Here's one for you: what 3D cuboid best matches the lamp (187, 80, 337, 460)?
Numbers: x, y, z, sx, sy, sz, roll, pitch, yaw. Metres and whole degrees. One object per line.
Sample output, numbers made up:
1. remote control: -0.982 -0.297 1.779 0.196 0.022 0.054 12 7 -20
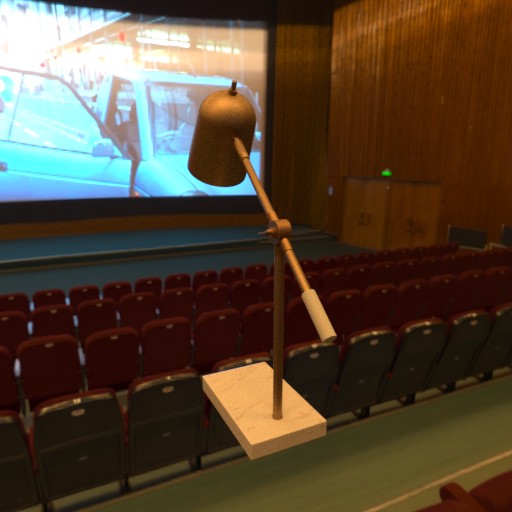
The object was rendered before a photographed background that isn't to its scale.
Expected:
1. lamp: 0.000 0.000 0.783 0.144 0.603 0.471 -7 16 -25
